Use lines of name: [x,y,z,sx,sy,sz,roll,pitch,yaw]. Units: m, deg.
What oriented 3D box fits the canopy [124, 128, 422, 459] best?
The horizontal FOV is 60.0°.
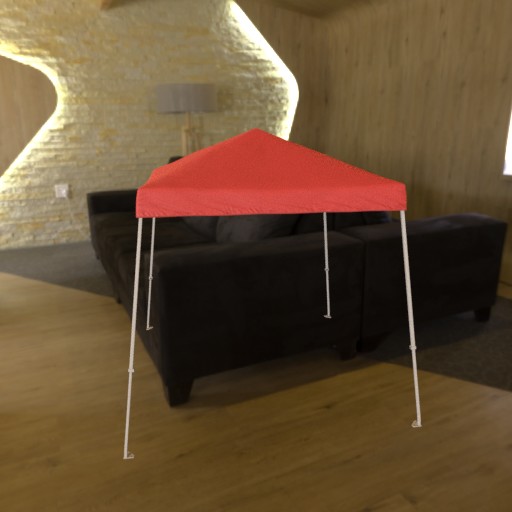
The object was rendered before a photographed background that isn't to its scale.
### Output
canopy: [0.000,0.000,6.495,3.599,3.600,3.600,-2,15,-9]
